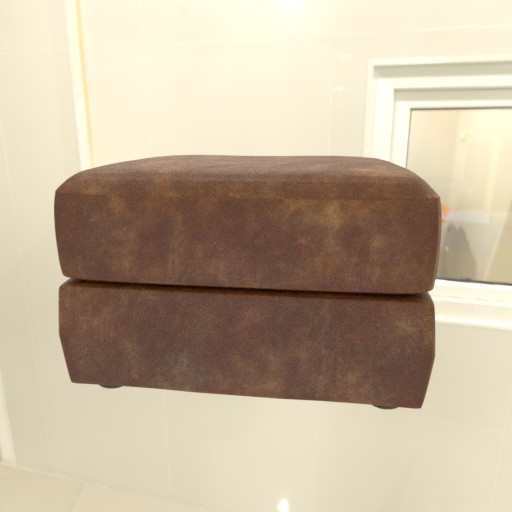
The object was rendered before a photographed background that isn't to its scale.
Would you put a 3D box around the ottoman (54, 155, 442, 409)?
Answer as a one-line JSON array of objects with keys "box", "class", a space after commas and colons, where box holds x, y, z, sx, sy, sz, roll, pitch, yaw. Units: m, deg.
[{"box": [0.000, 0.000, 1.097, 0.751, 0.476, 0.603, 2, 16, 7], "class": "ottoman"}]
